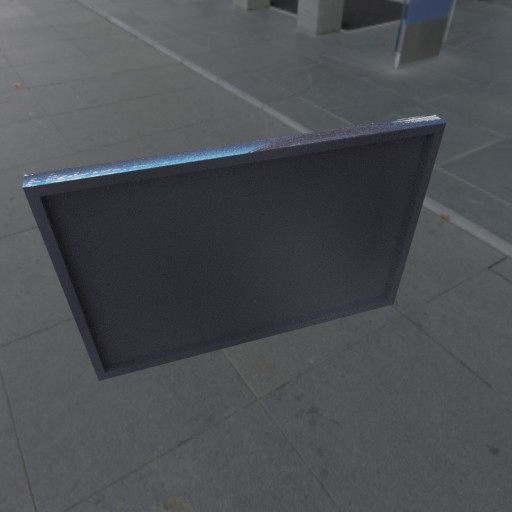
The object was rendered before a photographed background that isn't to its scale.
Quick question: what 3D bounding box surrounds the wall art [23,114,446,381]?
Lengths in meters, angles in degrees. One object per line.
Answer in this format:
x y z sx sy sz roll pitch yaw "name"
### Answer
0.000 0.000 0.754 0.609 0.406 0.033 -12 42 -14 "wall art"
